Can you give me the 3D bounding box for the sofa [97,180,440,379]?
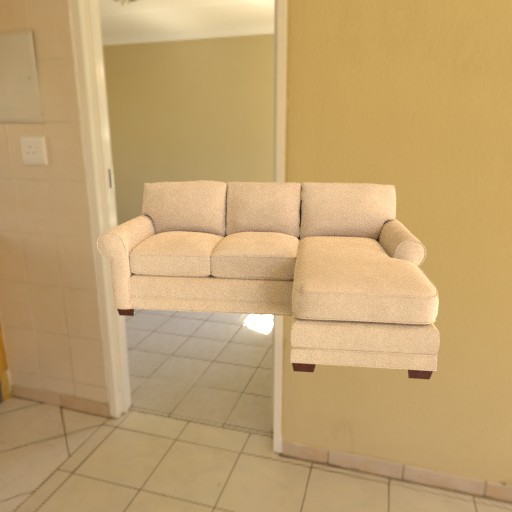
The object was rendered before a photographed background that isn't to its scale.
[{"bbox_3d":[0.000,0.000,2.444,1.770,0.734,1.226,2,15,7],"label":"sofa"}]
